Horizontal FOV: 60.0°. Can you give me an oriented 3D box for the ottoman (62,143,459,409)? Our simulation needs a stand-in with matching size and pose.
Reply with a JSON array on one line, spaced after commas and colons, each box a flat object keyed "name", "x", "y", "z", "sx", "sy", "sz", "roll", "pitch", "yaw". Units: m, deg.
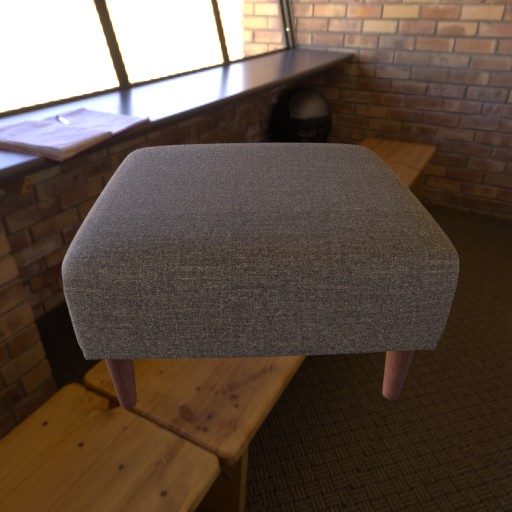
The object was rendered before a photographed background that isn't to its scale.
[{"name": "ottoman", "x": 0.000, "y": 0.000, "z": 1.048, "sx": 0.655, "sy": 0.399, "sz": 0.648, "roll": -1, "pitch": 31, "yaw": -2}]
